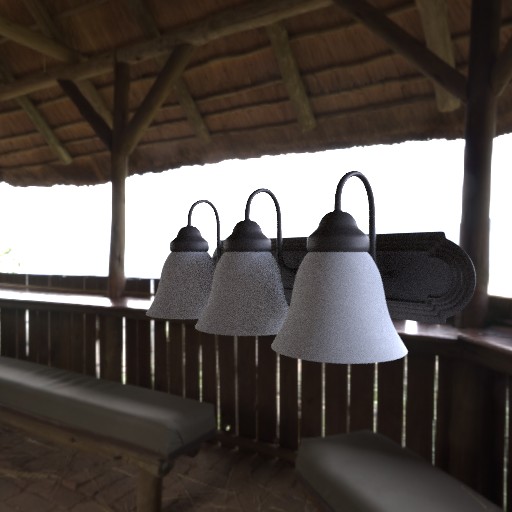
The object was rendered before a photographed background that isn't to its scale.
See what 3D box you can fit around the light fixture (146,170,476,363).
[{"bbox_3d":[0.000,0.000,0.713,0.199,0.222,0.610,0,1,-37],"label":"light fixture"}]
